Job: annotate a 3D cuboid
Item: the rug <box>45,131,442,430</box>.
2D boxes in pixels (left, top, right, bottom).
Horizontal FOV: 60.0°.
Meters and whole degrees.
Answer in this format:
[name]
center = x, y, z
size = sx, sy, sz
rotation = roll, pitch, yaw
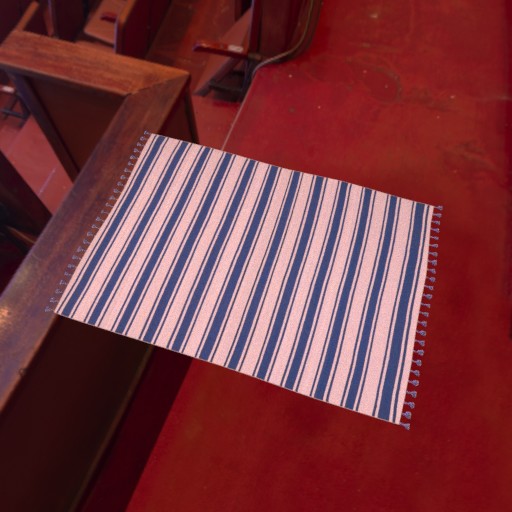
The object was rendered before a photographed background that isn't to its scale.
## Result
[rug]
center = 0.000, 0.000, 2.951
size = 2.315, 0.010, 1.544
rotation = 16, 65, 8
